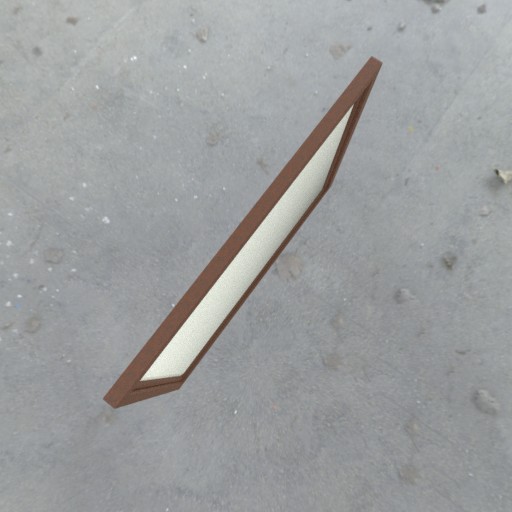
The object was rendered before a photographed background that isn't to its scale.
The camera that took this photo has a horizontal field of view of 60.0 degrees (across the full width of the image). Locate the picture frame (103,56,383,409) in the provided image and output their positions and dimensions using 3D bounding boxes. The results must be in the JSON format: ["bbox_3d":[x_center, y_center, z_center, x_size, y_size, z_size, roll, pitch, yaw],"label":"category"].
[{"bbox_3d":[0.000,0.000,1.808,0.045,1.018,1.329,36,79,8],"label":"picture frame"}]
